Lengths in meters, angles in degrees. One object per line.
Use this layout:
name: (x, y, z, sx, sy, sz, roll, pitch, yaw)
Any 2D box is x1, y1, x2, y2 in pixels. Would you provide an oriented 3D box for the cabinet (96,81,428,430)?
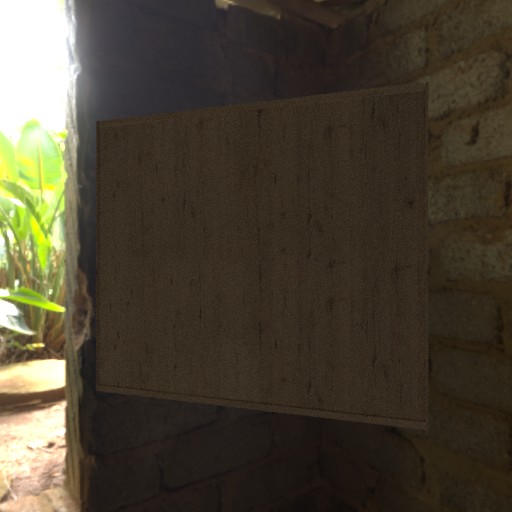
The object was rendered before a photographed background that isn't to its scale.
cabinet: (0.000, 0.000, 3.482, 2.500, 2.180, 0.660, 0, 0, 19)
